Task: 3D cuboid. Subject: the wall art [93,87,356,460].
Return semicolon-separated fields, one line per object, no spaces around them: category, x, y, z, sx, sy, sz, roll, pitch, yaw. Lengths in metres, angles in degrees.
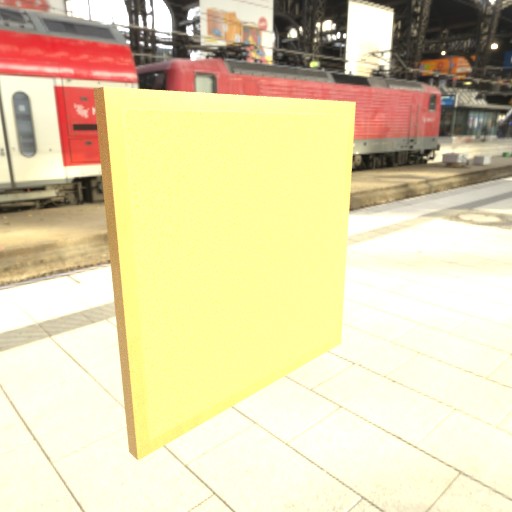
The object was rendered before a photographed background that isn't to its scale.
wall art;0.000;0.000;2.860;1.935;1.936;0.097;-16;23;-42
